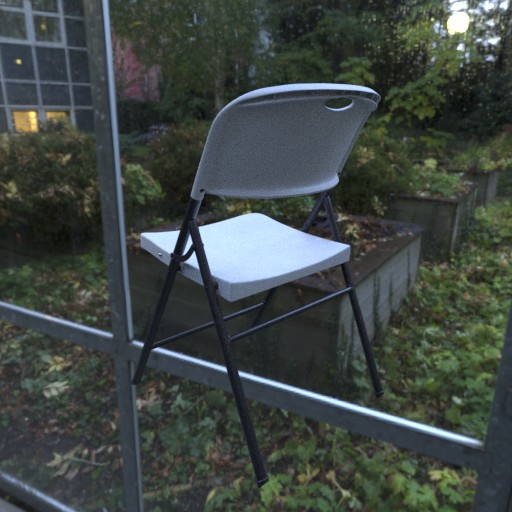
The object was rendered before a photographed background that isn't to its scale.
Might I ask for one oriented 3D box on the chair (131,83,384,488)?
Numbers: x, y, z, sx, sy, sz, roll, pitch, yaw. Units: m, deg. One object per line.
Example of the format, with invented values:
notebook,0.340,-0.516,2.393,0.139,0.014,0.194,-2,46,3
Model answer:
chair,0.000,0.000,1.164,0.494,0.810,0.566,-15,22,-41
